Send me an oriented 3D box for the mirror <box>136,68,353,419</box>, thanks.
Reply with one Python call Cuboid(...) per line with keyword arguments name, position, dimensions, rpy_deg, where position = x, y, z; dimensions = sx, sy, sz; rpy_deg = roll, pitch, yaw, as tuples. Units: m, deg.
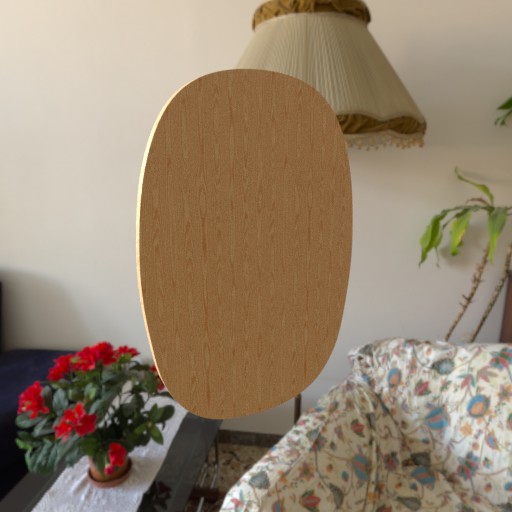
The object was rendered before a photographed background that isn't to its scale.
Cuboid(name="mirror", position=(0.000, 0.000, 1.373), dimensions=(0.724, 1.075, 0.037), rpy_deg=(-7, 15, -27))
